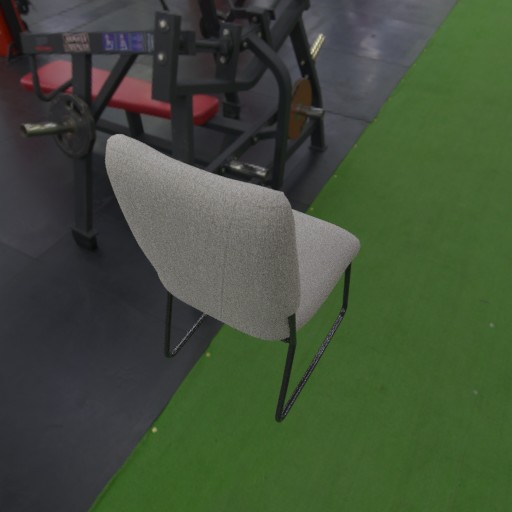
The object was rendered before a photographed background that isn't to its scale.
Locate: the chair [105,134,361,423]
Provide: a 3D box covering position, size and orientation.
[{"bbox_3d":[0.000,0.000,1.215,0.448,0.864,0.560,24,51,21],"label":"chair"}]
